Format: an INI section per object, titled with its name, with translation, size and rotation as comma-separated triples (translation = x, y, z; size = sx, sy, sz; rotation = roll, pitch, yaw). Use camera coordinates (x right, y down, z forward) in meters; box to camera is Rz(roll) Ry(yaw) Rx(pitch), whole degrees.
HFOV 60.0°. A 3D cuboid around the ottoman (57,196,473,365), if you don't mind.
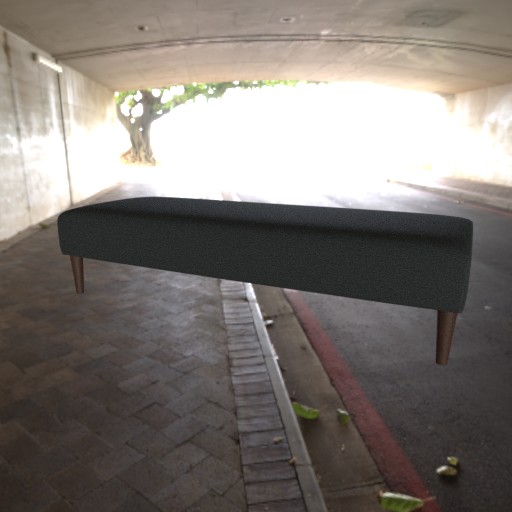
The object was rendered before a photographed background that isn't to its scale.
[ottoman]
translation = 0.000, 0.000, 1.853
size = 1.609, 0.393, 0.646
rotation = 7, 16, 25
